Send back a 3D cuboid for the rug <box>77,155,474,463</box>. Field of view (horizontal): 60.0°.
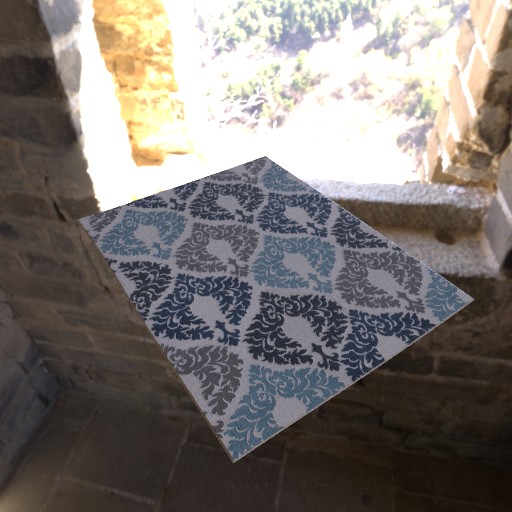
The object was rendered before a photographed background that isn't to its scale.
[{"bbox_3d":[0.000,0.000,4.174,2.423,0.014,3.040,-25,47,-25],"label":"rug"}]
